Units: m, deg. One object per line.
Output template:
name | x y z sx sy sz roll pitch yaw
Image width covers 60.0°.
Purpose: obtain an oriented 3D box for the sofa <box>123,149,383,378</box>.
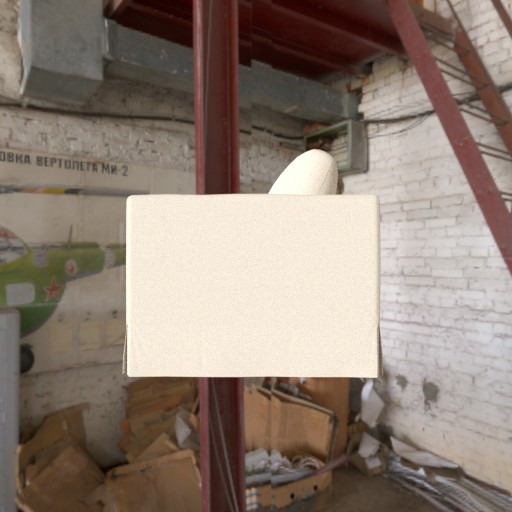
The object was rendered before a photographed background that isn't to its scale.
sofa | 0.000 0.000 2.675 0.954 0.881 2.163 0 0 1
